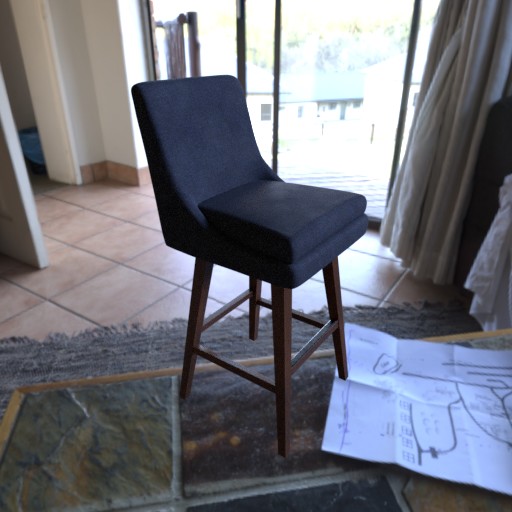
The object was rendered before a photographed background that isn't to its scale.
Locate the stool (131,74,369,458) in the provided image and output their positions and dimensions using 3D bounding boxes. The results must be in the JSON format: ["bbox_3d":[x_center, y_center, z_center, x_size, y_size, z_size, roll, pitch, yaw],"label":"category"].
[{"bbox_3d":[0.000,0.000,1.451,0.572,1.068,0.489,17,31,32],"label":"stool"}]
